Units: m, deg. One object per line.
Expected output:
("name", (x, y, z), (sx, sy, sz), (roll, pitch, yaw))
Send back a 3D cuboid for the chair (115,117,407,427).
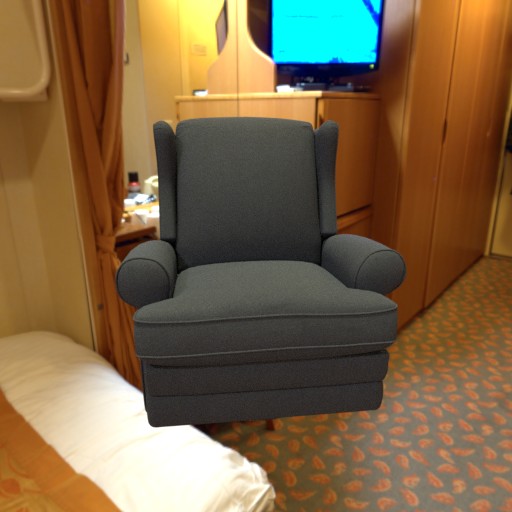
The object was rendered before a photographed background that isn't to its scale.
("chair", (0.000, 0.000, 1.718), (0.971, 1.020, 0.877), (-2, 18, -7))
